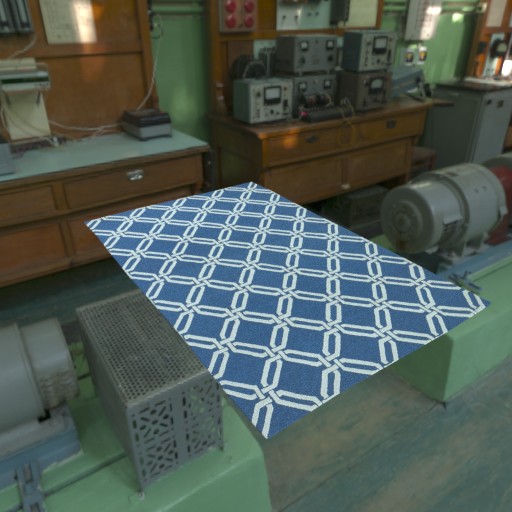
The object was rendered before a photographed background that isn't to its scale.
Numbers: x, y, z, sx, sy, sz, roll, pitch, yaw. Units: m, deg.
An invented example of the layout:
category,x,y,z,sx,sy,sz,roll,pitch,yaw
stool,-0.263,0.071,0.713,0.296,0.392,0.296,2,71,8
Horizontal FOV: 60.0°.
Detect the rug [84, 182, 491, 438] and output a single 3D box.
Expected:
category,x,y,z,sx,sy,sz,roll,pitch,yaw
rug,0.000,0.000,2.151,1.153,0.010,1.755,-19,35,-30
